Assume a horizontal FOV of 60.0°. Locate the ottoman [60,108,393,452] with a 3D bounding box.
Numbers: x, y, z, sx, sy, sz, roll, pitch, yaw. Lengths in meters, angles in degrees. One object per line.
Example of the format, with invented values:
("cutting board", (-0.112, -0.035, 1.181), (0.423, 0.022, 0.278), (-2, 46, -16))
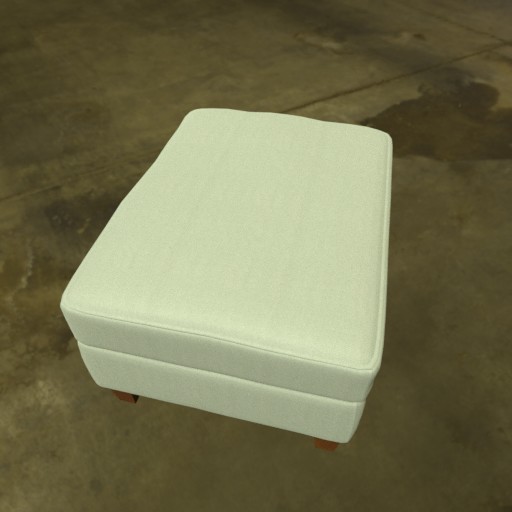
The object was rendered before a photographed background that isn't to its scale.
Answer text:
("ottoman", (0.000, 0.000, 1.200), (0.634, 0.496, 0.818), (10, 47, 9))
